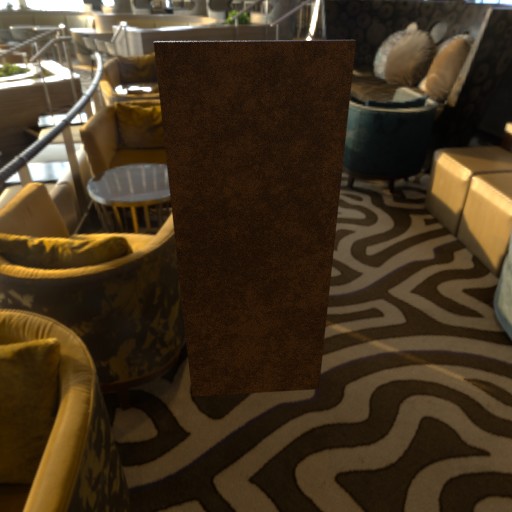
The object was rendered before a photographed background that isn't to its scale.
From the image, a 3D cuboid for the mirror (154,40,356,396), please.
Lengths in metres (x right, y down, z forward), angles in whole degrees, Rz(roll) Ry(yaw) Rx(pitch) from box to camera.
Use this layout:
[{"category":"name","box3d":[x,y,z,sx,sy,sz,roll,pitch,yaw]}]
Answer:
[{"category":"mirror","box3d":[0.000,0.000,2.316,0.812,2.031,0.032,-2,32,-4]}]
